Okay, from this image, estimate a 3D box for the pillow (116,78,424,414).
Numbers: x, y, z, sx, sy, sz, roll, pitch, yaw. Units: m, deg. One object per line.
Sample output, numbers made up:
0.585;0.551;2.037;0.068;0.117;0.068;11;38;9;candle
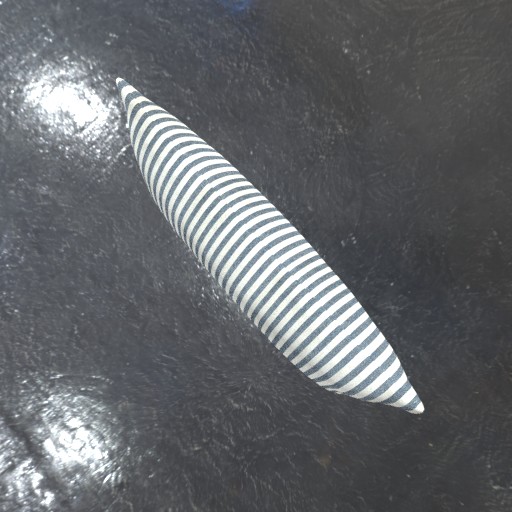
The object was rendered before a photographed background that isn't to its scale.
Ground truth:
0.000;0.000;0.729;0.151;0.295;0.617;-40;79;-10;pillow
